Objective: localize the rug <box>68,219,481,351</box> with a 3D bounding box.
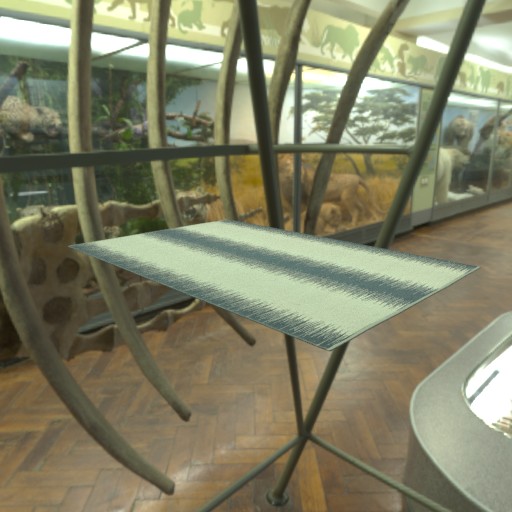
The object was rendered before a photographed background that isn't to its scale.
[{"bbox_3d":[0.000,0.000,2.351,1.854,0.006,1.234,14,21,43],"label":"rug"}]
